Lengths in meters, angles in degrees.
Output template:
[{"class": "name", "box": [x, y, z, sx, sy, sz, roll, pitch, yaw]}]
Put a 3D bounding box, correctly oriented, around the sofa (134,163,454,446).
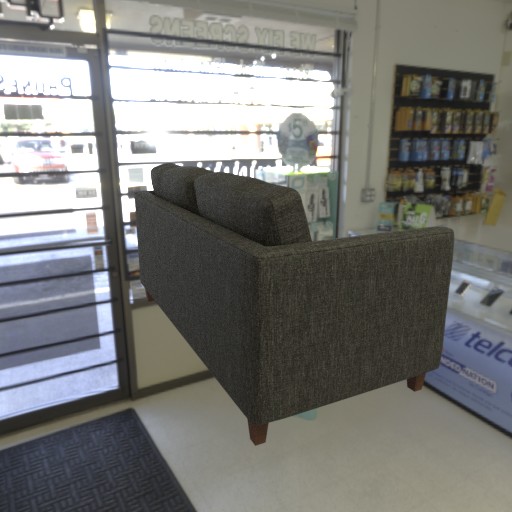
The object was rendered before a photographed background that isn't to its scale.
[{"class": "sofa", "box": [0.000, 0.000, 2.468, 0.950, 0.963, 1.884, -8, 17, -26]}]
